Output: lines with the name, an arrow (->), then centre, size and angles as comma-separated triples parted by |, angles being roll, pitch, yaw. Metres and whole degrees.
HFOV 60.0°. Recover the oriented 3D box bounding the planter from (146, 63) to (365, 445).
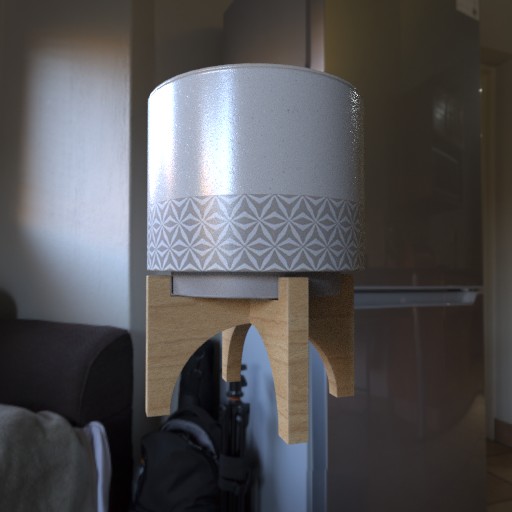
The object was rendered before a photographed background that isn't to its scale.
planter -> 0.000, 0.000, 0.520 | 0.249, 0.343, 0.249 | 0, -1, 0
